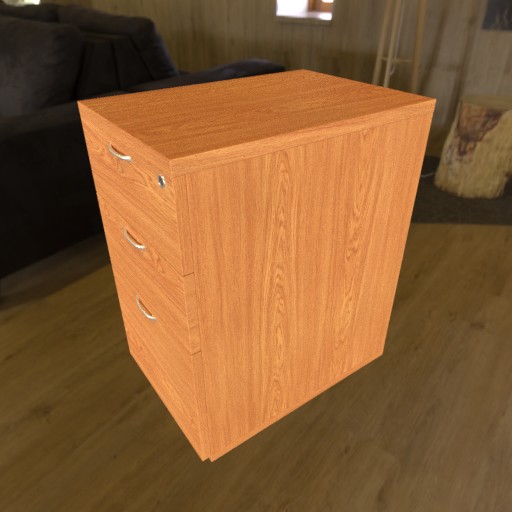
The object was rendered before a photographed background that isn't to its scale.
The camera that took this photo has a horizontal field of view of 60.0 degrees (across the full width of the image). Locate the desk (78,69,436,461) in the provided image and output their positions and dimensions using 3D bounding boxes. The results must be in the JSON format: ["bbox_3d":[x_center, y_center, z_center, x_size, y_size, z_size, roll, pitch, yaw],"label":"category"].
[{"bbox_3d":[0.000,0.000,1.073,0.600,0.730,0.404,-21,38,-30],"label":"desk"}]
